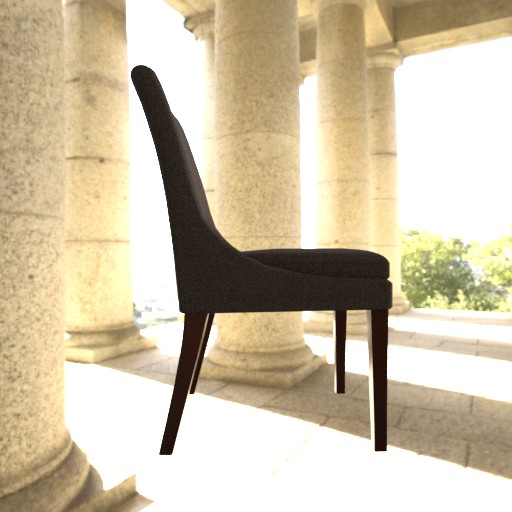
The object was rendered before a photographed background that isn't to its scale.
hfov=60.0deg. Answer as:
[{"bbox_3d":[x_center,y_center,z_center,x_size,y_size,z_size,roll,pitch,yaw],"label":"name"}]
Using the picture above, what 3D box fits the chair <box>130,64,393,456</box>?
[{"bbox_3d":[0.000,0.000,1.308,0.655,0.952,0.508,0,0,-1],"label":"chair"}]
